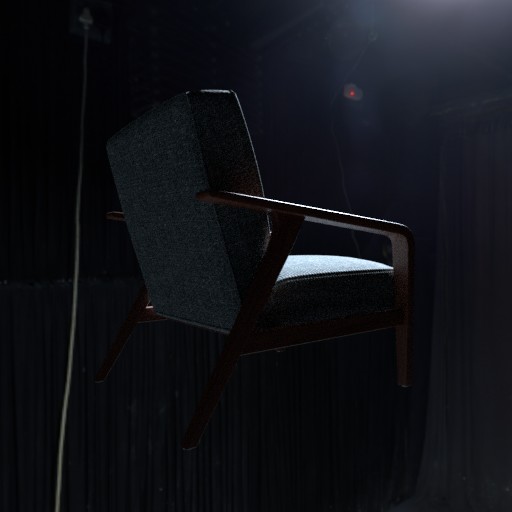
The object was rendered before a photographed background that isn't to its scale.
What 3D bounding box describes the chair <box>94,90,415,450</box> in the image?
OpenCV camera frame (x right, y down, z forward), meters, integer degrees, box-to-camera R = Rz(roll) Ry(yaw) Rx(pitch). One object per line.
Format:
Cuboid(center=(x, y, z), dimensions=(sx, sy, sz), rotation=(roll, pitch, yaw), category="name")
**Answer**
Cuboid(center=(0.000, 0.000, 1.519), dimensions=(0.889, 0.864, 0.719), rotation=(0, 0, -36), category="chair")
